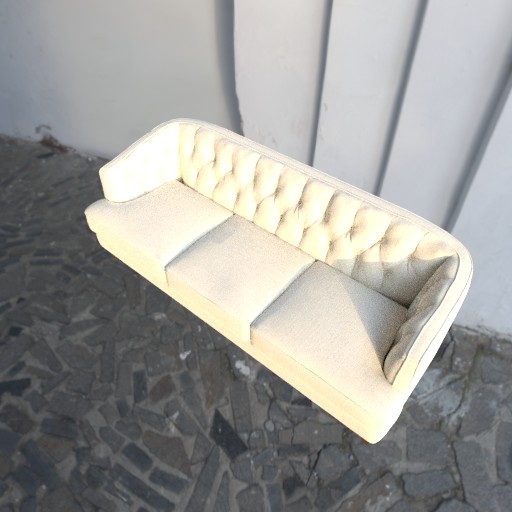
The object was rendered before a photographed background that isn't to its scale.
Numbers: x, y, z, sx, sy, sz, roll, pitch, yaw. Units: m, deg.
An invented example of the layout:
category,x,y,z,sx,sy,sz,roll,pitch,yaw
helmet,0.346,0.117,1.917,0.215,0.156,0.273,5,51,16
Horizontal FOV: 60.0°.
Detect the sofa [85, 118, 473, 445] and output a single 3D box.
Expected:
category,x,y,z,sx,sy,sz,roll,pitch,yaw
sofa,0.000,0.000,2.699,2.278,0.855,0.941,31,53,27
